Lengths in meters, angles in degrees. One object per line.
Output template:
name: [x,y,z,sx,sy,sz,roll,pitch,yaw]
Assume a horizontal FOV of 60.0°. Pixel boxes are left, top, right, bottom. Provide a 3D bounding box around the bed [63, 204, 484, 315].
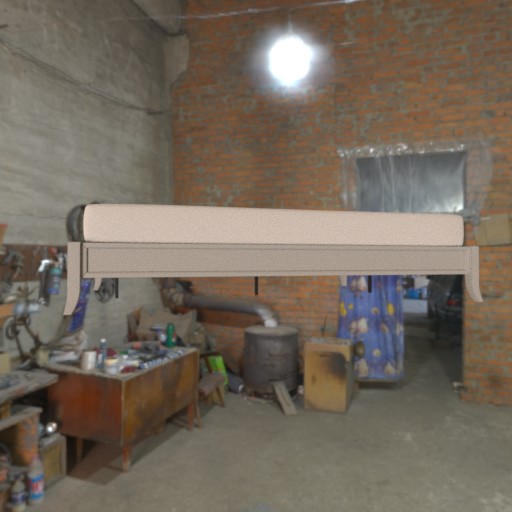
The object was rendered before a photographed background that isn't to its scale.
bed: [0.000,0.000,2.885,2.108,0.510,1.604,0,-1,-16]
